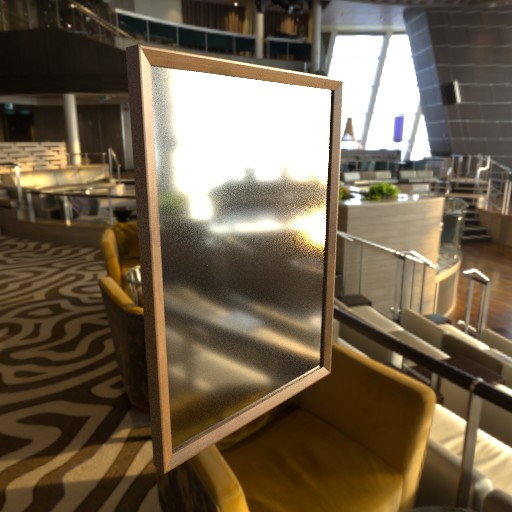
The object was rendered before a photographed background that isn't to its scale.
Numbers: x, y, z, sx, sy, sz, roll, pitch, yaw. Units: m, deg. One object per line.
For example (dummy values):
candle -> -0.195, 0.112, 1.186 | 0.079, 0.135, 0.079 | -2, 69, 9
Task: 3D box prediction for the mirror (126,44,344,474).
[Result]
mirror -> 0.000, 0.000, 0.894 | 0.039, 0.711, 0.508 | 14, 20, 43
